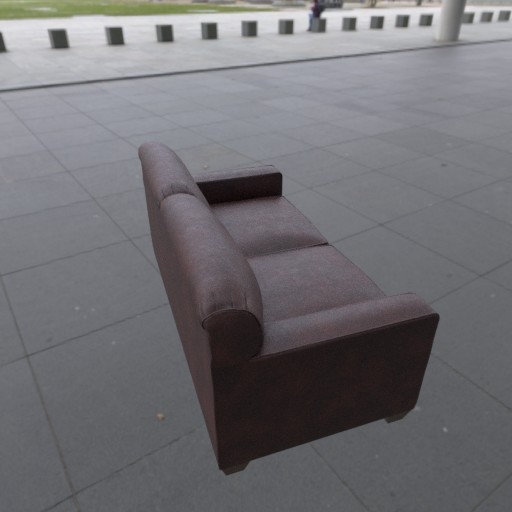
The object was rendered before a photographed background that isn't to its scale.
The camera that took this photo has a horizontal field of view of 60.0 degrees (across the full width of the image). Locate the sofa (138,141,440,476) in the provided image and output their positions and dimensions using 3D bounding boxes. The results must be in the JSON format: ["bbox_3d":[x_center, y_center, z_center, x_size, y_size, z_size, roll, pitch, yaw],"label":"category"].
[{"bbox_3d":[0.000,0.000,2.454,1.000,0.966,1.856,-10,33,-16],"label":"sofa"}]
